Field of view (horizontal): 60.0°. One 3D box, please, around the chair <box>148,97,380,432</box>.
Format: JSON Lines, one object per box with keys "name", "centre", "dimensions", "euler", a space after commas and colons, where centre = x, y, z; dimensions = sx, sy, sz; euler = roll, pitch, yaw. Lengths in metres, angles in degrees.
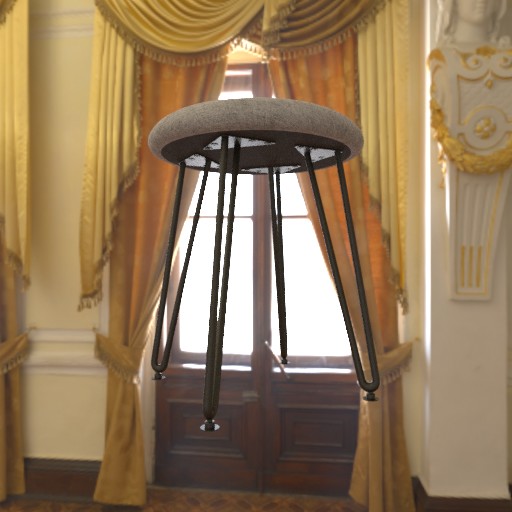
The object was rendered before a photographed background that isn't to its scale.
{"name": "chair", "centre": [0.000, 0.000, 0.650], "dimensions": [0.350, 0.386, 0.350], "euler": [0, 0, 18]}
